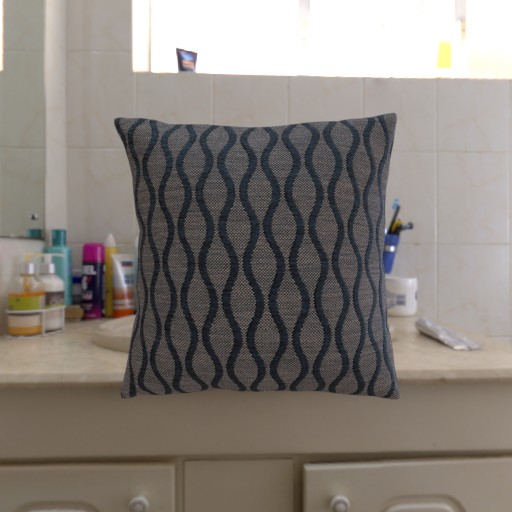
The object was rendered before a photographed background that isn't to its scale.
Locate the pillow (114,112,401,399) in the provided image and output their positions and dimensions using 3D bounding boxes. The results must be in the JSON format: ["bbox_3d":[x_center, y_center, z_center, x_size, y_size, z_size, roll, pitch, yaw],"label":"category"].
[{"bbox_3d":[0.000,0.000,0.669,0.435,0.435,0.159,0,-1,0],"label":"pillow"}]
